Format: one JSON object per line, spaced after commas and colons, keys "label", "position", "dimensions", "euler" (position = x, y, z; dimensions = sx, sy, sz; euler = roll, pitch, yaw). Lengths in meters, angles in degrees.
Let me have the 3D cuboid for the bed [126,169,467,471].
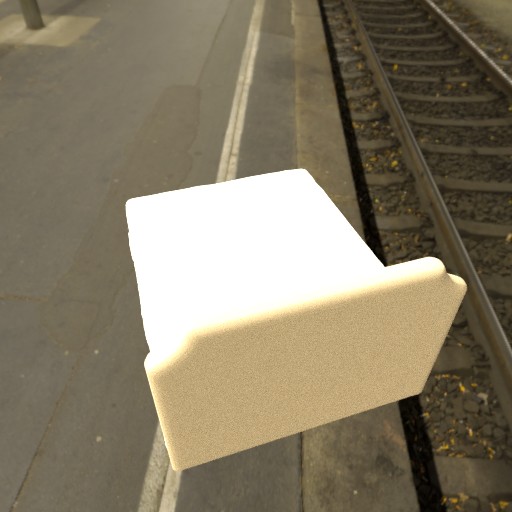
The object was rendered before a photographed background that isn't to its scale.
{"label": "bed", "position": [0.000, 0.000, 3.832], "dimensions": [2.134, 1.524, 2.548], "euler": [-12, 43, -13]}
